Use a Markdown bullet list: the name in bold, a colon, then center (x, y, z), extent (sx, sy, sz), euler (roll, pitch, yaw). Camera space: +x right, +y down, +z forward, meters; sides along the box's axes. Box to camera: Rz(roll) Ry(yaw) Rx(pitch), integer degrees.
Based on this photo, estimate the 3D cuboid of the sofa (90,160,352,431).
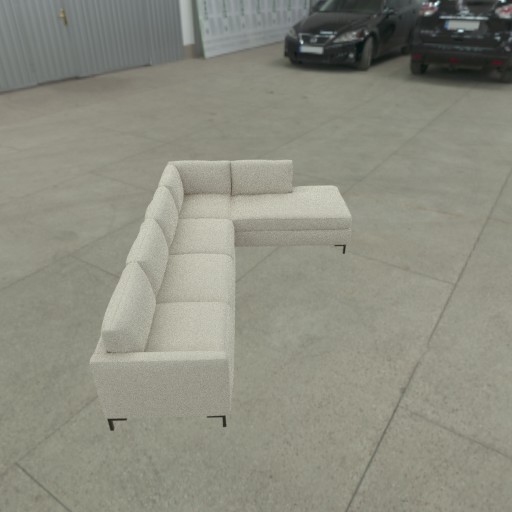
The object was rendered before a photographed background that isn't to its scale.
- **sofa**: center (0.000, 0.000, 3.876), extent (2.007, 0.815, 2.949), euler (-1, 32, -1)
